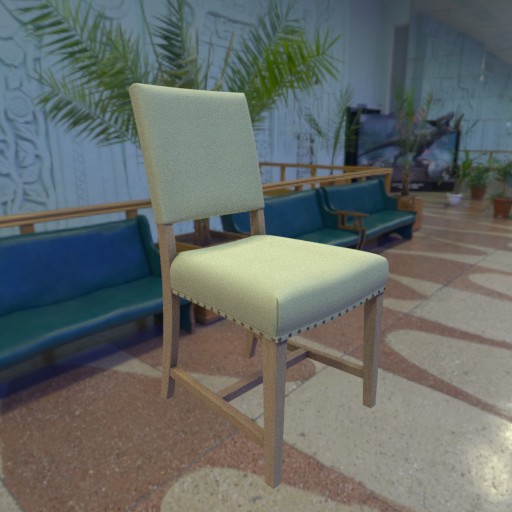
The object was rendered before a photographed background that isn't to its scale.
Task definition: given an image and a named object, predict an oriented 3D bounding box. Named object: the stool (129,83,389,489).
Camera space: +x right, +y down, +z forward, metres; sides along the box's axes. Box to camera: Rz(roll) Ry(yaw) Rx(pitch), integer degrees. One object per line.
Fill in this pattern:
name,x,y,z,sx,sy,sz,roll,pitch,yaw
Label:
stool,0.000,0.000,1.339,0.623,0.986,0.508,14,21,42
